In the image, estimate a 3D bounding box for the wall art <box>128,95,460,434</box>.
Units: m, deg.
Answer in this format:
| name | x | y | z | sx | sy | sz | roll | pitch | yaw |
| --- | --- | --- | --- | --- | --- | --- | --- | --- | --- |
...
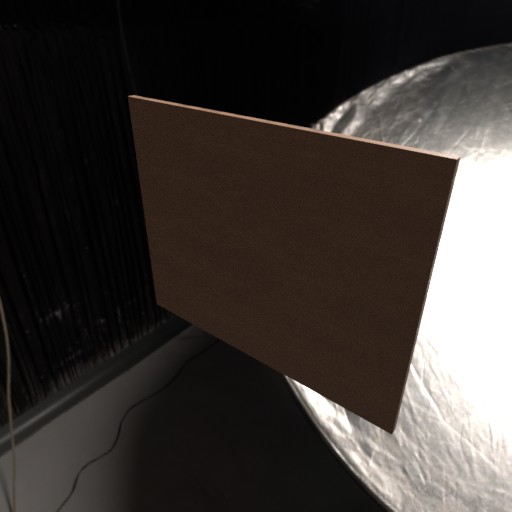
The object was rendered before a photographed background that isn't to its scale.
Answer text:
| name | x | y | z | sx | sy | sz | roll | pitch | yaw |
| --- | --- | --- | --- | --- | --- | --- | --- | --- | --- |
| wall art | 0.000 | 0.000 | 0.675 | 0.508 | 0.408 | 0.012 | 22 | 37 | 32 |
